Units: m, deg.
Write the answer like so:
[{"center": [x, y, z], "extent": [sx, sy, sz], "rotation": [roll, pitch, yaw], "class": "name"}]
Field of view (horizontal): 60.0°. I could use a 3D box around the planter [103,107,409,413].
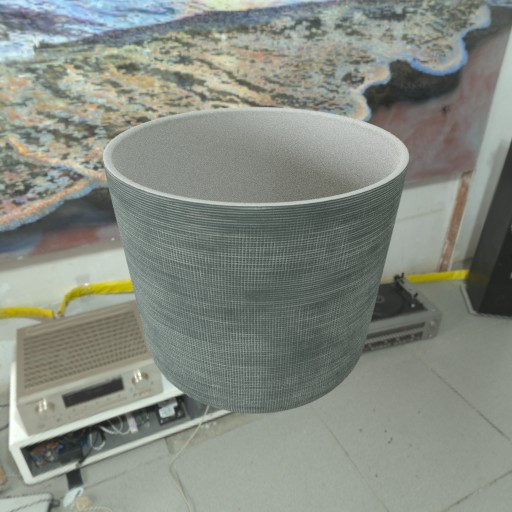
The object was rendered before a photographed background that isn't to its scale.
[{"center": [0.000, 0.000, 0.765], "extent": [0.440, 0.398, 0.440], "rotation": [0, 32, 0], "class": "planter"}]
